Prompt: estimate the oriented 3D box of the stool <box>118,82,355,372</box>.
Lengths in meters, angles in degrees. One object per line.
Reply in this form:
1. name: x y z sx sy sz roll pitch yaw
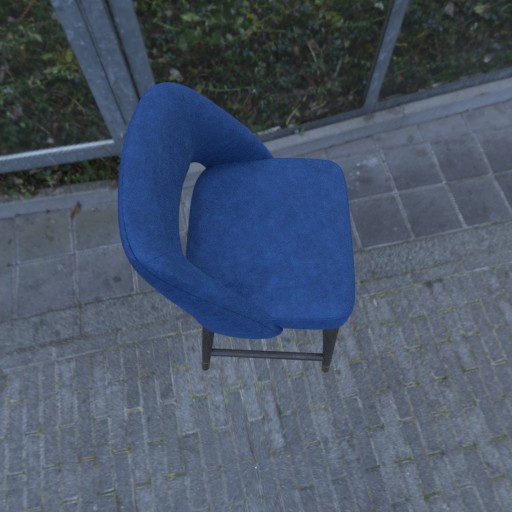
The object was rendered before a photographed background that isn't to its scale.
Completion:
1. stool: 0.000 0.000 1.251 0.524 0.925 0.536 1 64 0
